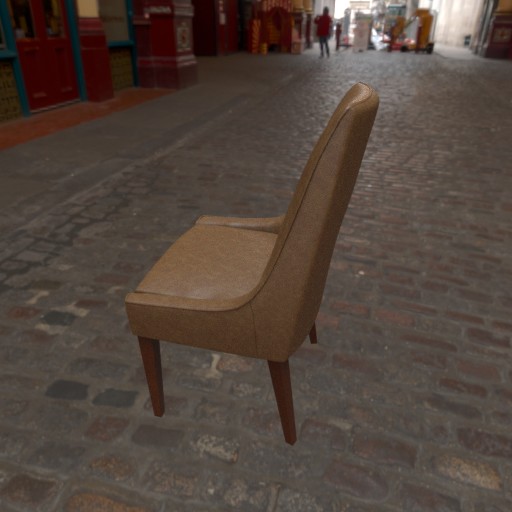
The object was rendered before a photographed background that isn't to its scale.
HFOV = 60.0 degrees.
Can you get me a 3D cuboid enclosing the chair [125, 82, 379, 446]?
[{"bbox_3d":[0.000,0.000,1.199,0.544,0.861,0.529,7,29,13],"label":"chair"}]
